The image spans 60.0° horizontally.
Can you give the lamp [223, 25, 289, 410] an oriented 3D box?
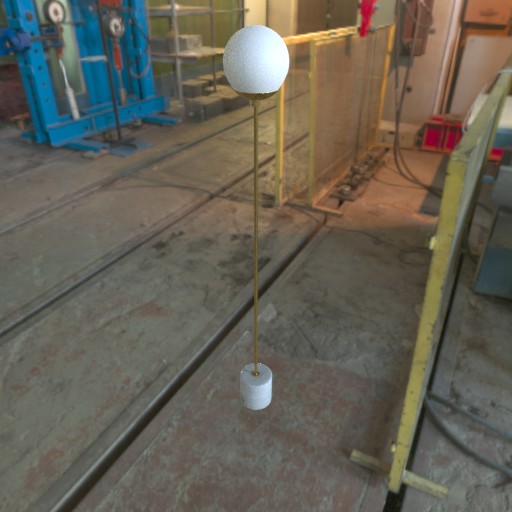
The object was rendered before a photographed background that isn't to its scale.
[{"bbox_3d":[0.000,0.000,1.894,0.224,1.753,0.224,-9,32,-15],"label":"lamp"}]
